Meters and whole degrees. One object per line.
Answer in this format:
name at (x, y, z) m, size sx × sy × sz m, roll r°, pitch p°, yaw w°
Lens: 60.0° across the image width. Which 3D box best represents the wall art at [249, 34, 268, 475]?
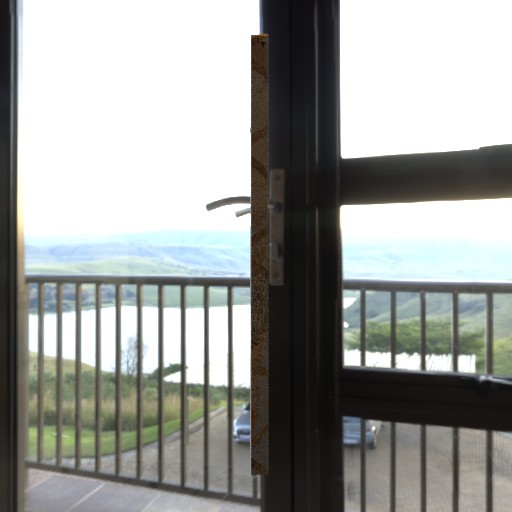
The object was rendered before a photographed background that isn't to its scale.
wall art at (0.000, 0.000, 1.366) m, size 0.039 × 0.914 × 0.912 m, roll 0°, pitch -1°, yaw -1°
